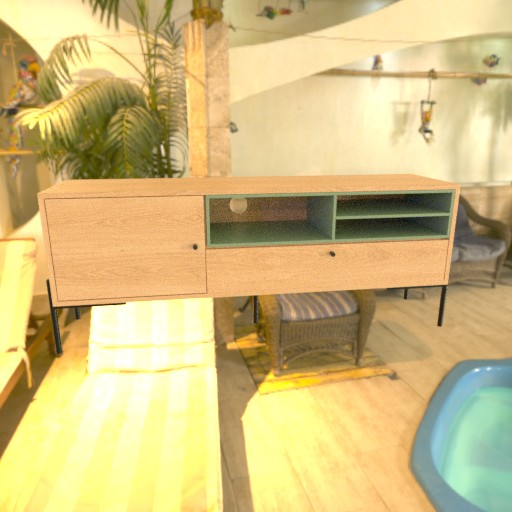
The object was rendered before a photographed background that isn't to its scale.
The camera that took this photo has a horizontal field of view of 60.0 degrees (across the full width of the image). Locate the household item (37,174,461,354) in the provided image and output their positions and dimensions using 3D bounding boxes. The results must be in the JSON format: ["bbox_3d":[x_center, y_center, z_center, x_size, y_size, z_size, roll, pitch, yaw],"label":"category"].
[{"bbox_3d":[0.000,0.000,1.817,1.550,0.600,0.400,-2,17,-8],"label":"household item"}]
